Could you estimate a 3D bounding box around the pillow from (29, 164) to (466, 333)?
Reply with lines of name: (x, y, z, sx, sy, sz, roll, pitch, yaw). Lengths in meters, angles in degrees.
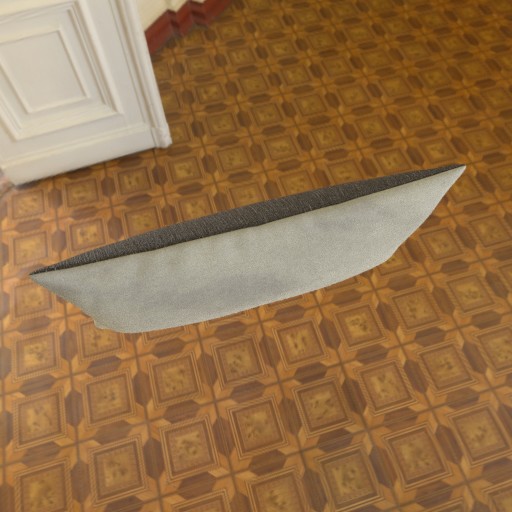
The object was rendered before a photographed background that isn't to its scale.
pillow: (0.000, 0.000, 0.731, 0.608, 0.305, 0.156, -15, 61, -8)
